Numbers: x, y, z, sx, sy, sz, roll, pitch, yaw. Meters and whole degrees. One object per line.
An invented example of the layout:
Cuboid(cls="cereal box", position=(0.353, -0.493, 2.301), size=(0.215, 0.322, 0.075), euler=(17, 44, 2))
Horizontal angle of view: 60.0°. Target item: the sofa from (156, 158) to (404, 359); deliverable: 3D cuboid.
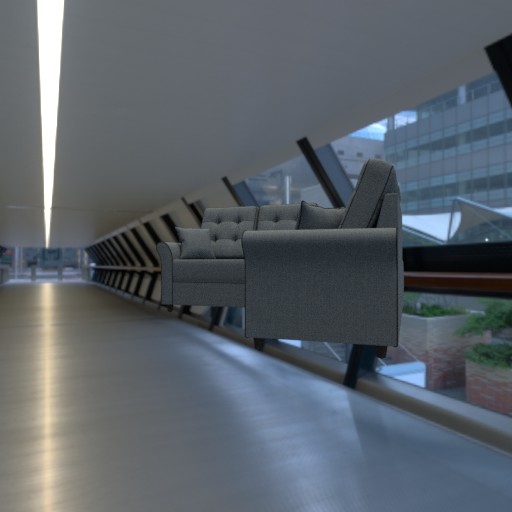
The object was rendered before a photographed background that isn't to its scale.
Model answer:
Cuboid(cls="sofa", position=(0.000, 0.000, 3.308), size=(2.068, 0.988, 2.070), euler=(0, 0, 19))
